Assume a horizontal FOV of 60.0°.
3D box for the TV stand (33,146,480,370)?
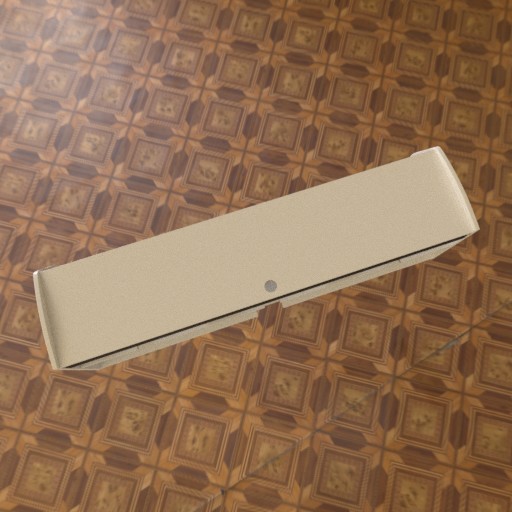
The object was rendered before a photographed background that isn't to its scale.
[{"bbox_3d":[0.000,0.000,1.683,1.473,0.424,0.397,-18,76,-4],"label":"TV stand"}]
